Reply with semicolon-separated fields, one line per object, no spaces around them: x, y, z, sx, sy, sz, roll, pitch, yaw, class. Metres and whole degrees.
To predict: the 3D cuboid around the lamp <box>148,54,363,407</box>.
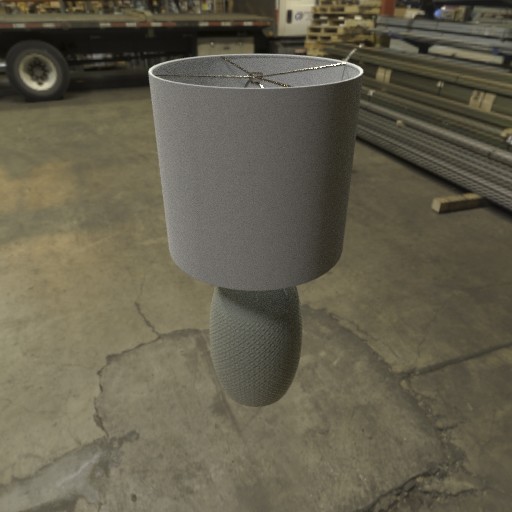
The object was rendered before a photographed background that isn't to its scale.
0.000;0.000;0.573;0.217;0.453;0.217;-11;33;-18;lamp
